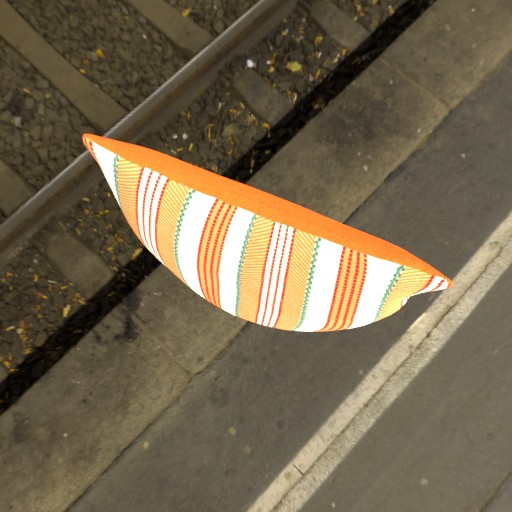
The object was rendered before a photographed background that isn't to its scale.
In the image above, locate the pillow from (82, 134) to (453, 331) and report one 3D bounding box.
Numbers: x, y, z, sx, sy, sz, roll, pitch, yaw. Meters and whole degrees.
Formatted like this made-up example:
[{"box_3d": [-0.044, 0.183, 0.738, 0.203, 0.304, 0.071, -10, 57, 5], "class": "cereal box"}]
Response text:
[{"box_3d": [0.000, 0.000, 0.679, 0.440, 0.441, 0.182, 22, 77, 5], "class": "pillow"}]
